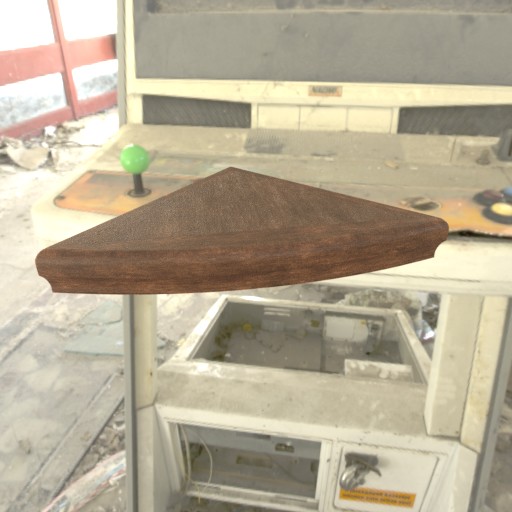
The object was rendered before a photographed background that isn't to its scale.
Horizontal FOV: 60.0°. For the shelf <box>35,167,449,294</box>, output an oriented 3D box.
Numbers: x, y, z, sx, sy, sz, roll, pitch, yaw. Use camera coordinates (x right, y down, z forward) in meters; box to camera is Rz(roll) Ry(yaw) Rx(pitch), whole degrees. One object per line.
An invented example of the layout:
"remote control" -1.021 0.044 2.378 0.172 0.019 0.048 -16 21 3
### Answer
"shelf" 0.000 0.000 0.470 0.310 0.050 0.310 20 36 30
